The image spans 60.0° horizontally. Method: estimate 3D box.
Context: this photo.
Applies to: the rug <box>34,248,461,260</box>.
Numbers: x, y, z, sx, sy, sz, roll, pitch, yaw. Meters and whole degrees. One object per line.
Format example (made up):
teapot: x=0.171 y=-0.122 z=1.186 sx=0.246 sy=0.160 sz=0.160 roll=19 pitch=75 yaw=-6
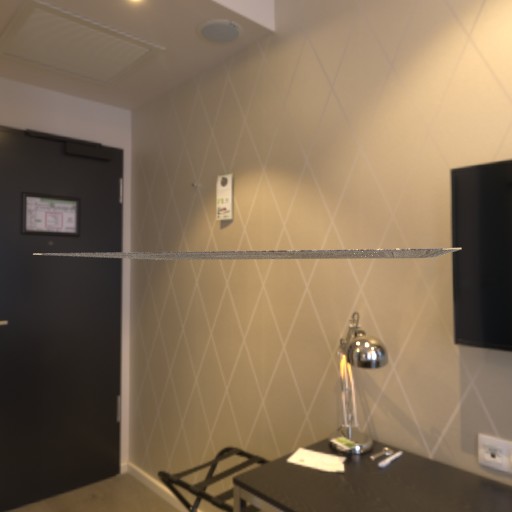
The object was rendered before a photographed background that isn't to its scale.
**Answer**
rug: x=0.000 y=0.000 z=4.354 sx=3.422 sy=0.015 sz=2.143 roll=-1 pitch=-2 yaw=17
